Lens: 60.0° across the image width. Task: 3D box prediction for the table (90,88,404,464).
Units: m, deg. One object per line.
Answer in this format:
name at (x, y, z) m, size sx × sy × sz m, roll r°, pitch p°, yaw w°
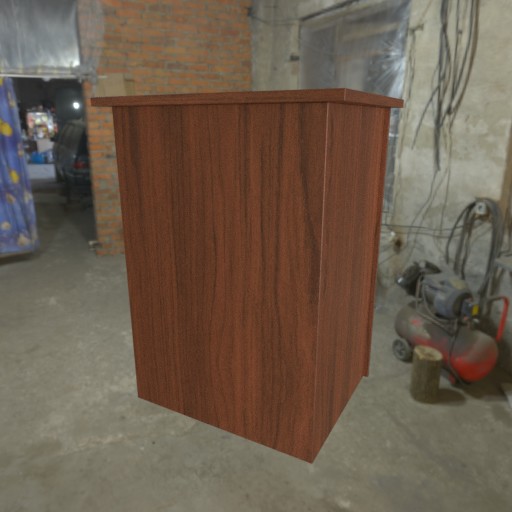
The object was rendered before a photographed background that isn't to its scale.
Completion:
table at (0.000, 0.000, 0.948) m, size 0.480 × 0.636 × 0.381 m, roll 9°, pitch 19°, yaw 28°
